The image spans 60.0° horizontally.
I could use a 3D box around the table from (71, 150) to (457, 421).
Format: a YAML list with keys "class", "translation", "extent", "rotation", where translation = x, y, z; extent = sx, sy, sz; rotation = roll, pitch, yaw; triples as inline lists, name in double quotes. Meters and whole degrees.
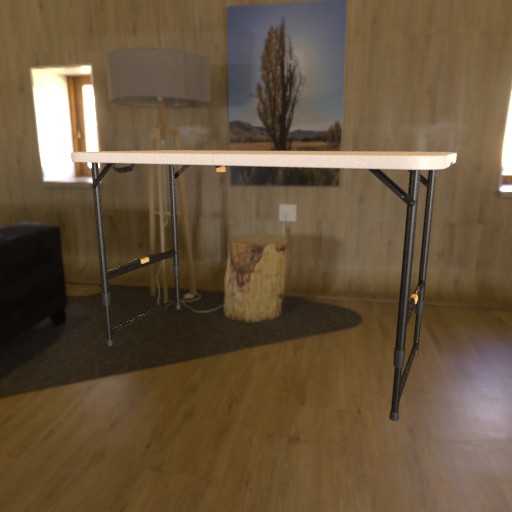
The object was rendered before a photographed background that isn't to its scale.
- class: "table"
  translation: [0.000, 0.000, 1.612]
  extent: [1.245, 0.737, 0.611]
  rotation: [7, 16, 26]
